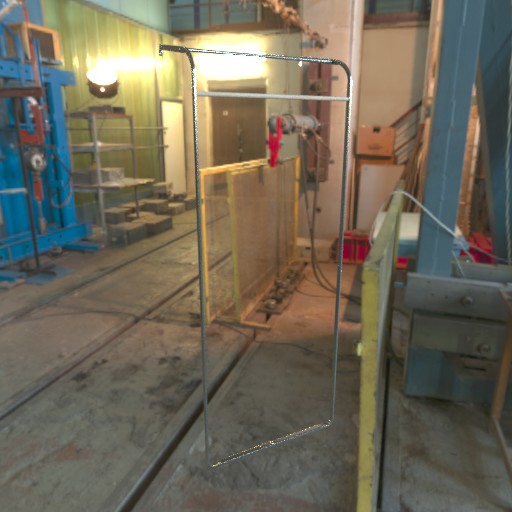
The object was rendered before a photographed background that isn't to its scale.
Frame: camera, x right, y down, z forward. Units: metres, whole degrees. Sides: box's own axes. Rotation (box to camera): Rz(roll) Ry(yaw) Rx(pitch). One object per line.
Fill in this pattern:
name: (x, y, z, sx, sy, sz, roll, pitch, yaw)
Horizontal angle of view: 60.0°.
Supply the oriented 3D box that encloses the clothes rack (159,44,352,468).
clothes rack: (0.000, 0.000, 1.792, 0.609, 1.574, 0.349, -8, 18, -26)
